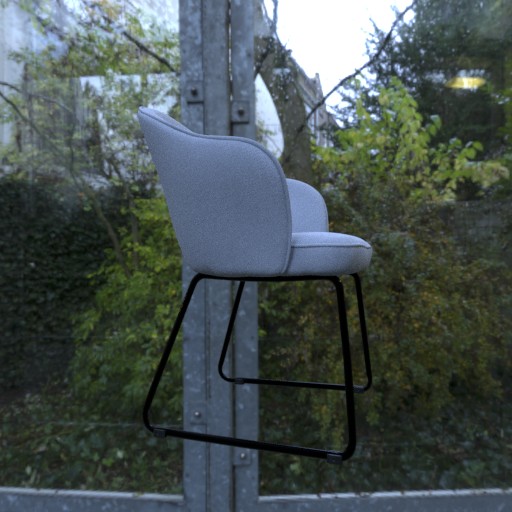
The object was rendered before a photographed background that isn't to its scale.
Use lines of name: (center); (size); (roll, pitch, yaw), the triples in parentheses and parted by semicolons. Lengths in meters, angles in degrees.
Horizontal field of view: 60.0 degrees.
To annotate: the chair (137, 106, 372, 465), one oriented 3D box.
chair: (0.000, 0.000, 1.183); (0.592, 0.817, 0.570); (0, 0, 18)
